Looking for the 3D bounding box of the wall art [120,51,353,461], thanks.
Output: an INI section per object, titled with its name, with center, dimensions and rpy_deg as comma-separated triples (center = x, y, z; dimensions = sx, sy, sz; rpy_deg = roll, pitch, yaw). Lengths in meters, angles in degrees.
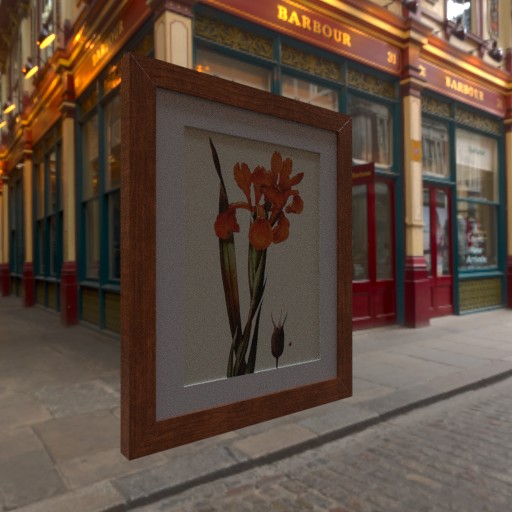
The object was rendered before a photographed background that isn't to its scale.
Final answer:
[wall art]
center = 0.000, 0.000, 0.768
dimensions = 0.467, 0.567, 0.033
rpy_deg = 0, 0, -38
